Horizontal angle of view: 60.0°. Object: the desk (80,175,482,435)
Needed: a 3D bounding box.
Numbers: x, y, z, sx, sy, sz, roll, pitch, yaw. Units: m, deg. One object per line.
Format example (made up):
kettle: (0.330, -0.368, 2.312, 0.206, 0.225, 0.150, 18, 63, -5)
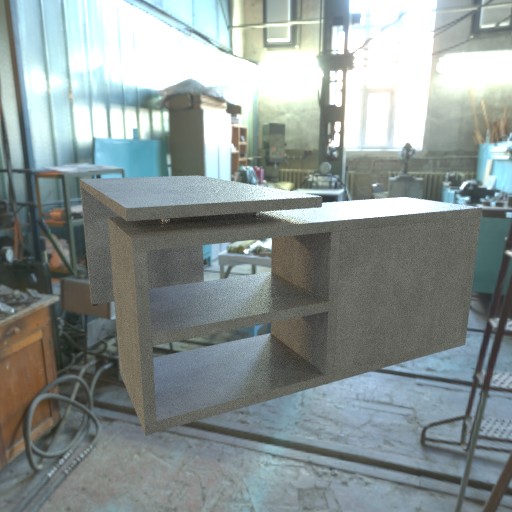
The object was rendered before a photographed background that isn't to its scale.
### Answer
desk: (0.000, 0.000, 2.279, 1.500, 0.740, 1.400, -7, 15, -26)
